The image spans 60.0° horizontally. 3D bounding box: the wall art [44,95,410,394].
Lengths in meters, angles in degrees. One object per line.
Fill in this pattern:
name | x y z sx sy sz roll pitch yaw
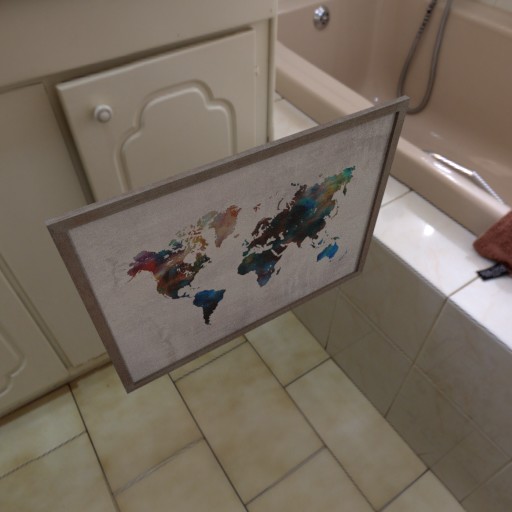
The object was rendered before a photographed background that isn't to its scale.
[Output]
wall art | 0.000 0.000 1.373 1.012 0.774 0.019 -24 52 -20
